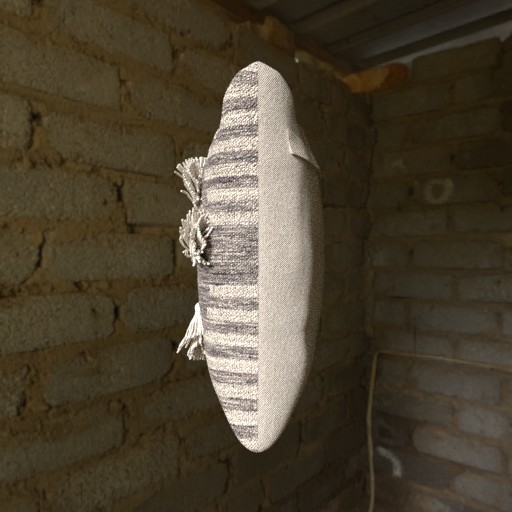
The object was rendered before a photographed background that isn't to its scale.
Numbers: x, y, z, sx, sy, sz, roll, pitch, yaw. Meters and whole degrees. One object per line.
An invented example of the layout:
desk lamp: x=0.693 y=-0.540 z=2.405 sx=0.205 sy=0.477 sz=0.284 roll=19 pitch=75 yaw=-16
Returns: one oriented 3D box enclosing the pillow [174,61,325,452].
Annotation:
pillow: x=0.000 y=0.000 z=0.786 sx=0.234 sy=0.490 sz=0.484 roll=0 pitch=0 yaw=2
